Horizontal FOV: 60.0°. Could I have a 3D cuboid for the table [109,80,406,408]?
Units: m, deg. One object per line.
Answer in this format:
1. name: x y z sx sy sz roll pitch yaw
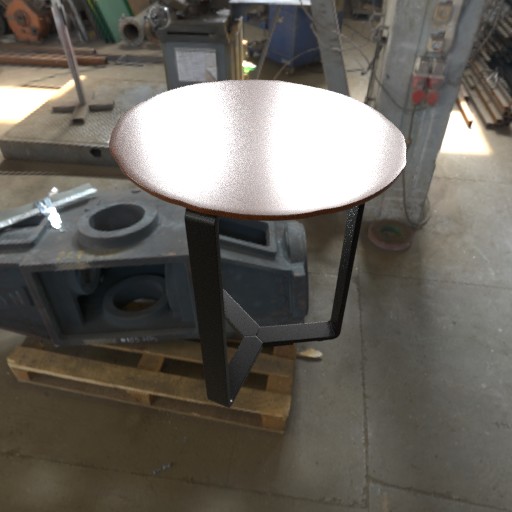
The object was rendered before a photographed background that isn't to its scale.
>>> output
1. table: 0.000 0.000 0.750 0.380 0.450 0.410 -26 47 -27
